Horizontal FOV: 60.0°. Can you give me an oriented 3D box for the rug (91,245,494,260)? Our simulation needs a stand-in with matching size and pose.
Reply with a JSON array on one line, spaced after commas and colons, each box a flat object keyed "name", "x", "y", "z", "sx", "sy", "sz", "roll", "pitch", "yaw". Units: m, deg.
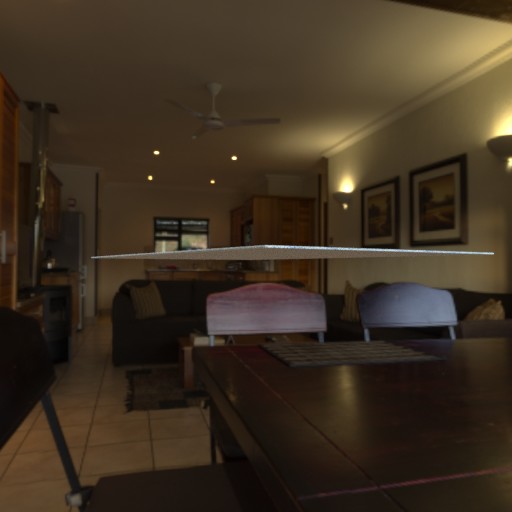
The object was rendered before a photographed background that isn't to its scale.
[{"name": "rug", "x": 0.000, "y": 0.000, "z": 2.200, "sx": 1.142, "sy": 0.006, "sz": 1.752, "roll": 1, "pitch": -2, "yaw": -34}]
